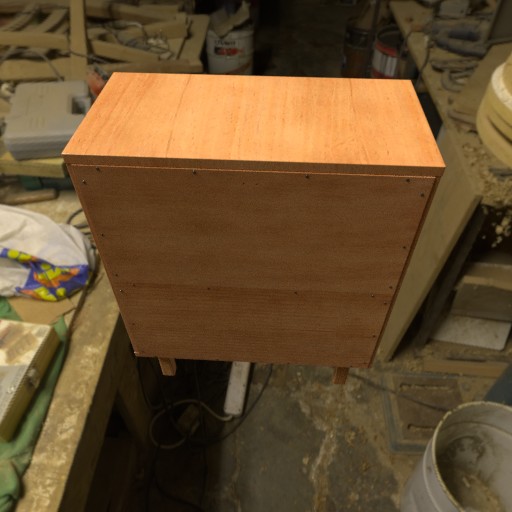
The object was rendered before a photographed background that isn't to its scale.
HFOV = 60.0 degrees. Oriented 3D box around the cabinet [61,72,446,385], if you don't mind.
[{"bbox_3d":[0.000,0.000,1.421,0.800,1.001,0.419,2,46,2],"label":"cabinet"}]
